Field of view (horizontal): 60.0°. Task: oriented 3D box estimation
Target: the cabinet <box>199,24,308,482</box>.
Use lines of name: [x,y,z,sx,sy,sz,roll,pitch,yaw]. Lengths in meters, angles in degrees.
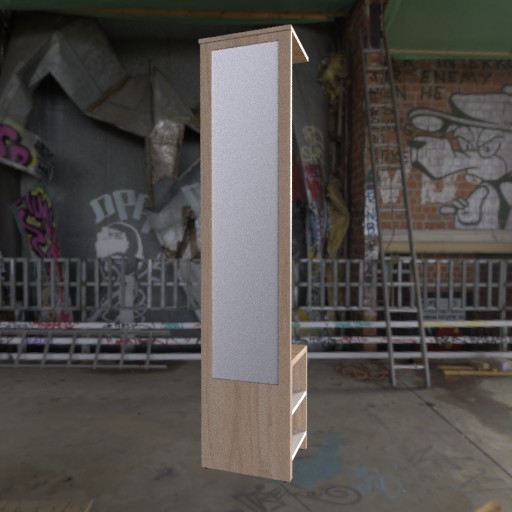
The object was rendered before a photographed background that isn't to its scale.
cabinet: [0.000,0.000,2.034,0.411,1.879,0.338,0,1,19]
